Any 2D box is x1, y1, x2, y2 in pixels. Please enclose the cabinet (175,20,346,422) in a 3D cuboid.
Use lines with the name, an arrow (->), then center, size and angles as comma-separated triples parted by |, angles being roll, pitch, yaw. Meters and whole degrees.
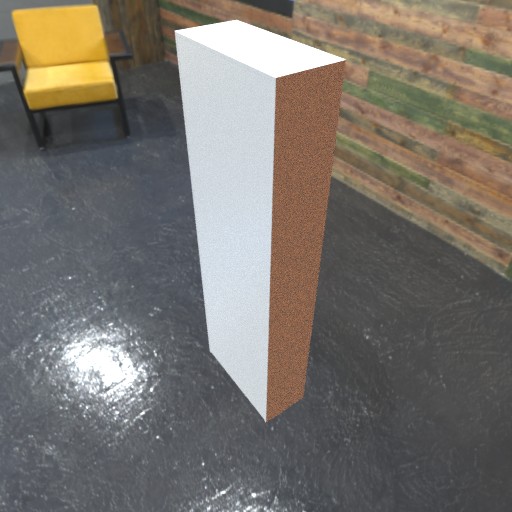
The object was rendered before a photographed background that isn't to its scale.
cabinet -> 0.000, 0.000, 1.820 | 0.255, 1.630, 0.520 | -25, 47, -26
